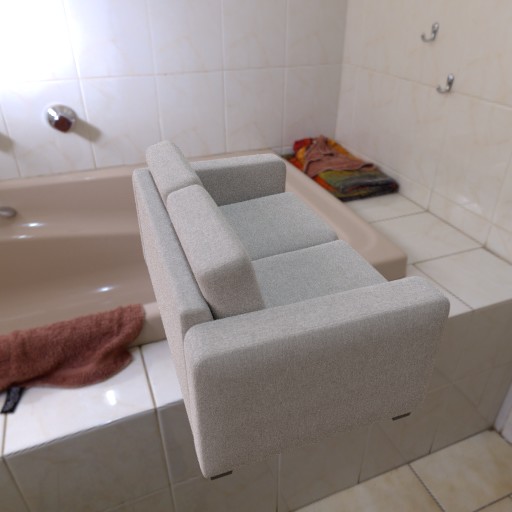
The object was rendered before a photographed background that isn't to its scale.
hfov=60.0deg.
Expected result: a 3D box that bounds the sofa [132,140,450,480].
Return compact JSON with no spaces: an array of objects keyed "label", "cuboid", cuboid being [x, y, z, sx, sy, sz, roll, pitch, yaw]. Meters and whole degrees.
[{"label":"sofa","cuboid":[0.000,0.000,2.006,0.900,0.800,1.540,-11,33,-17]}]
